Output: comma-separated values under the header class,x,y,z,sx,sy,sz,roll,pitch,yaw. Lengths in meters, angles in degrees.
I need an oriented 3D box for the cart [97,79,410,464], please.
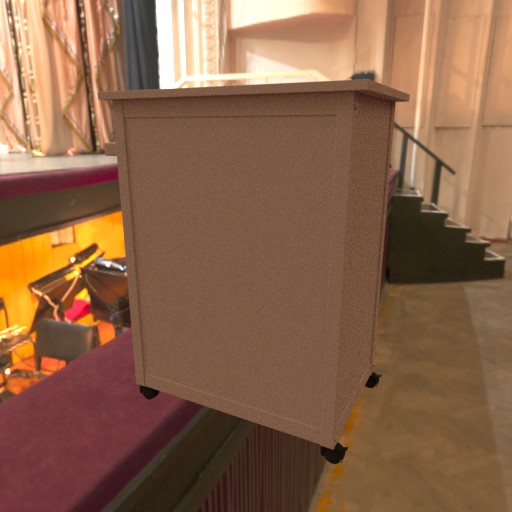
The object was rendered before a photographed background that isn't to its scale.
class,x,y,z,sx,sy,sz,roll,pitch,yaw
cart,0.000,0.000,1.251,0.683,0.864,0.442,8,18,26
